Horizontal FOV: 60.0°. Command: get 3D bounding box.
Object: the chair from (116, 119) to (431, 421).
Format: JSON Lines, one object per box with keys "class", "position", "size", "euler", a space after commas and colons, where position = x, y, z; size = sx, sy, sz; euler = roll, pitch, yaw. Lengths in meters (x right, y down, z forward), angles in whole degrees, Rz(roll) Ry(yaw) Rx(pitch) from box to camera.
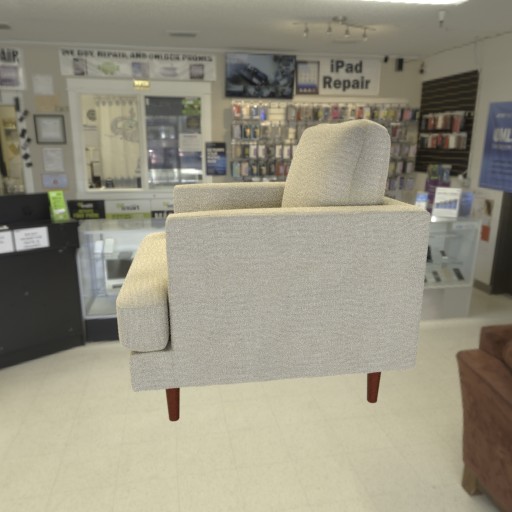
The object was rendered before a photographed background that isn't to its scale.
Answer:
{"class": "chair", "position": [0.000, 0.000, 1.641], "size": [0.899, 0.957, 0.858], "euler": [-2, 15, -8]}
